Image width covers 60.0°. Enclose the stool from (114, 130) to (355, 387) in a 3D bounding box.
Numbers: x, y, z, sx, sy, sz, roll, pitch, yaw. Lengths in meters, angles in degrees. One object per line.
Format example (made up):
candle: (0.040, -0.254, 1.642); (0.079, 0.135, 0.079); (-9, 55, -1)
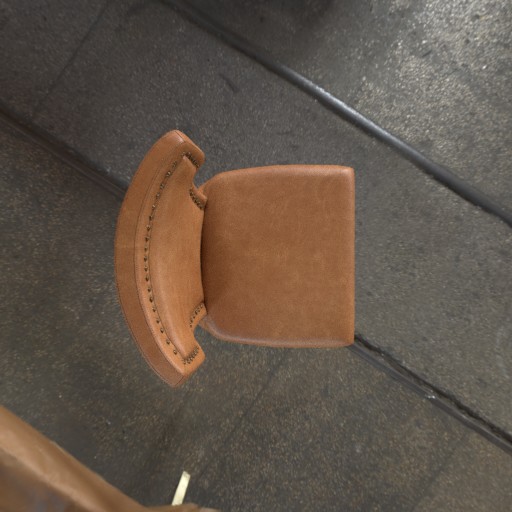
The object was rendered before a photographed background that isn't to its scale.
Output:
stool: (0.000, 0.000, 1.401); (0.563, 1.092, 0.526); (0, 91, 0)
